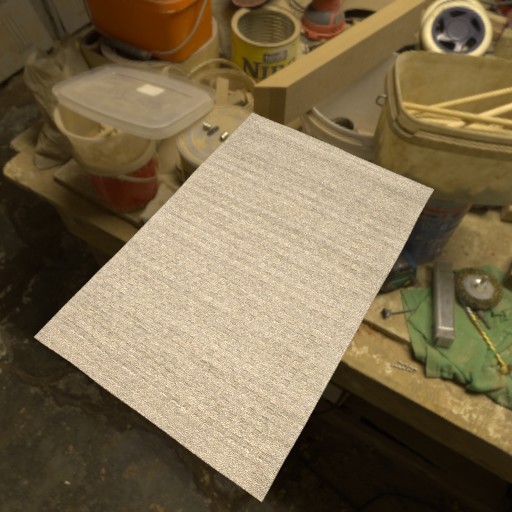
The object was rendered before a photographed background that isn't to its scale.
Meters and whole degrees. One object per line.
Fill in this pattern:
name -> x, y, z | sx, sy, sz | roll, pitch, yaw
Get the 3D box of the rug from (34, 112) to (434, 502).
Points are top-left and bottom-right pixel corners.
rug -> 0.000, 0.000, 2.823 | 1.532, 0.018, 2.297 | 28, 61, 17
